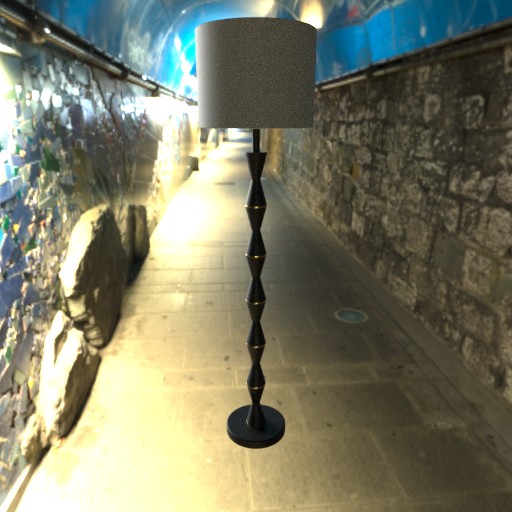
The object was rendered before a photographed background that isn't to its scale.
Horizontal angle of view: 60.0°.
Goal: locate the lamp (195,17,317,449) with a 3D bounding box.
[{"bbox_3d":[0.000,0.000,1.607,0.381,1.480,0.381,2,17,8],"label":"lamp"}]
